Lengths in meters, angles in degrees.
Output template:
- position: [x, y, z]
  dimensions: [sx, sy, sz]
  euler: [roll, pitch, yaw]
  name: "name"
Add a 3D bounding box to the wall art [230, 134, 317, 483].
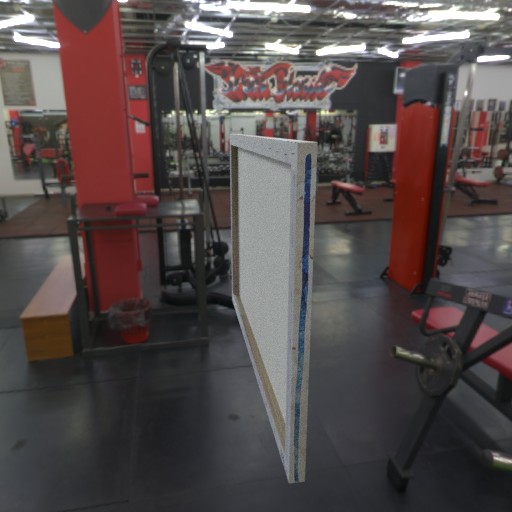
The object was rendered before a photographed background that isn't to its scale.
- position: [0.000, 0.000, 1.453]
  dimensions: [0.038, 0.757, 1.143]
  euler: [-3, 16, -9]
  name: "wall art"
